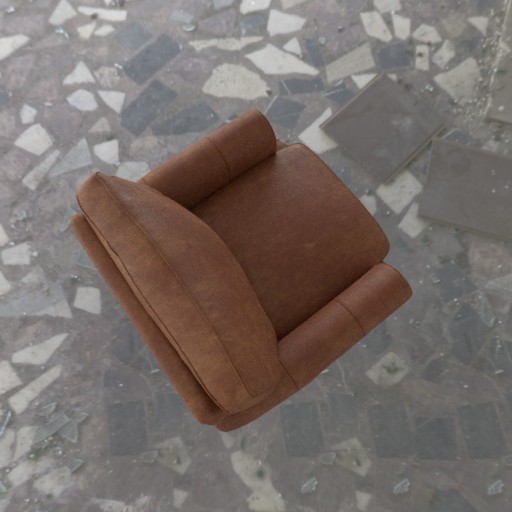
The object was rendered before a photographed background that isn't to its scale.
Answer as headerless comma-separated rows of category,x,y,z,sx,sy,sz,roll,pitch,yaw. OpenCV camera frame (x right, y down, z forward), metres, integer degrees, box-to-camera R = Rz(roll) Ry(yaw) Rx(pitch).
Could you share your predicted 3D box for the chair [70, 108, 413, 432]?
chair,0.000,0.000,1.734,0.986,0.962,0.983,-36,77,-9
